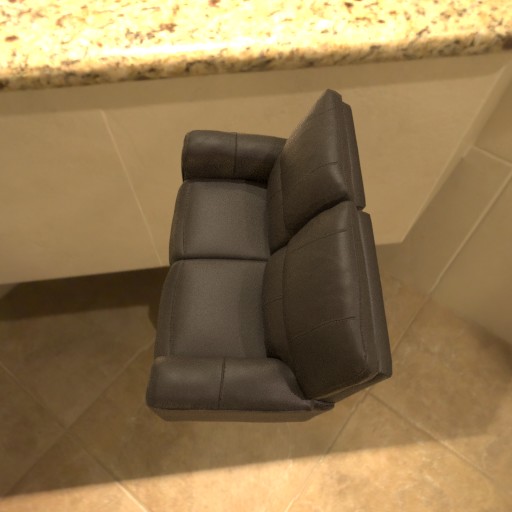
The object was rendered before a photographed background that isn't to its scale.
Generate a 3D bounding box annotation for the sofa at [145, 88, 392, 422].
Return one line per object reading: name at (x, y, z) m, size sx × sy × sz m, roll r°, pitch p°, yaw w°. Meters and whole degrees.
sofa at (0.000, 0.000, 2.514) m, size 1.104 × 1.111 × 1.765 m, roll 1°, pitch 58°, yaw 1°
